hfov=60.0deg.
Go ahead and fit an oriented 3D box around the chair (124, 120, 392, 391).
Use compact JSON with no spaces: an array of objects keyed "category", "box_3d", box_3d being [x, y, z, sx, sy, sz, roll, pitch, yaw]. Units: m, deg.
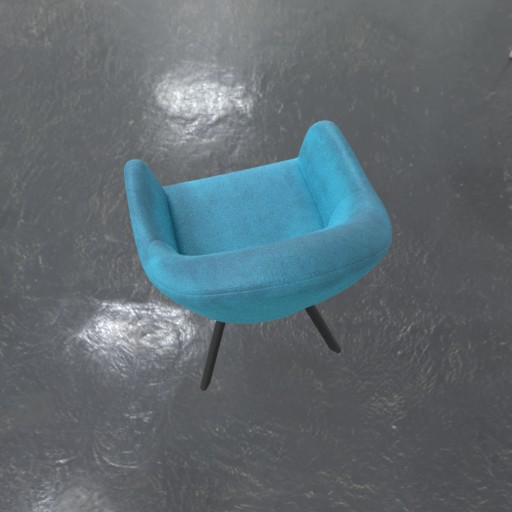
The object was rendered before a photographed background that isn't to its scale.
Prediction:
[{"category":"chair","box_3d":[0.000,0.000,1.155,0.540,0.780,0.570,-14,61,-8]}]
